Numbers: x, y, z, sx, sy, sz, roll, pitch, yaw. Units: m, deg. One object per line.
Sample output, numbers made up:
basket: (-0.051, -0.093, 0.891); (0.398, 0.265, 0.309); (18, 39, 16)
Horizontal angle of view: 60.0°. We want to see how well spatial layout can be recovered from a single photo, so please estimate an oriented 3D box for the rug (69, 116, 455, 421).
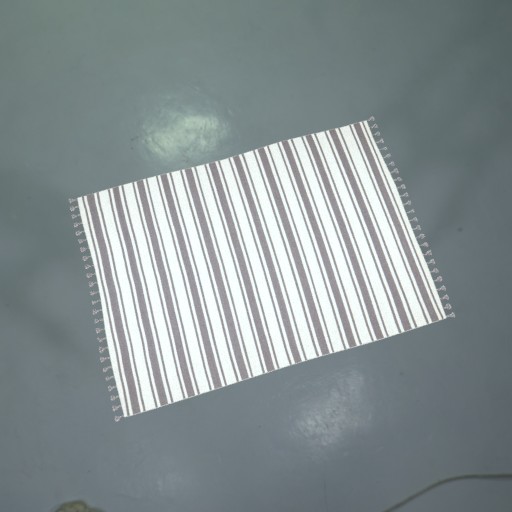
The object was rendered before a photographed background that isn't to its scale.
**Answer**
rug: (0.000, 0.000, 3.970); (3.040, 0.017, 2.030); (-16, 77, -4)
